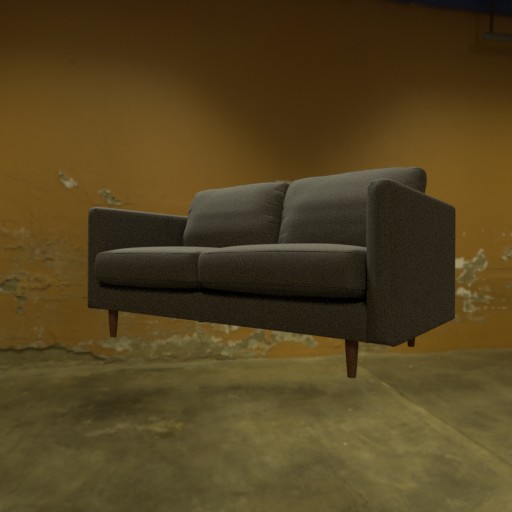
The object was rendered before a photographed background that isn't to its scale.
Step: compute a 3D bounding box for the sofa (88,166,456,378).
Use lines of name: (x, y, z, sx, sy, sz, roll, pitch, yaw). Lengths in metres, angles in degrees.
sofa: (0.000, 0.000, 2.260, 1.713, 0.866, 0.940, 0, 0, 36)
